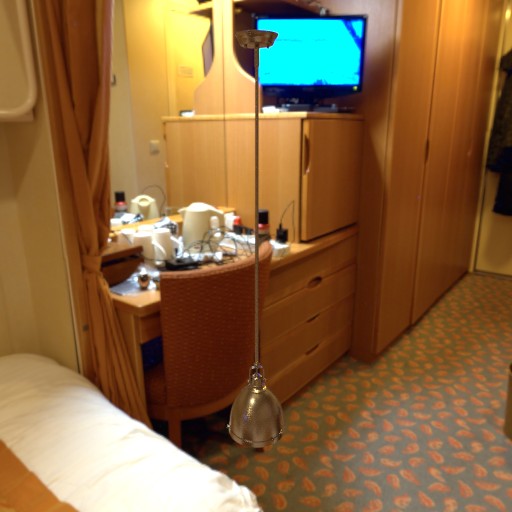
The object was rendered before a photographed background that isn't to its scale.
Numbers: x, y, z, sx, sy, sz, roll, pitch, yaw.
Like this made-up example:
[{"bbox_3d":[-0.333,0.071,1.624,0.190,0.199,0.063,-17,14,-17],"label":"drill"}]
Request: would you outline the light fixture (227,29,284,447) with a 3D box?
[{"bbox_3d":[0.000,0.000,1.502,0.217,1.367,0.211,-2,16,-8],"label":"light fixture"}]
